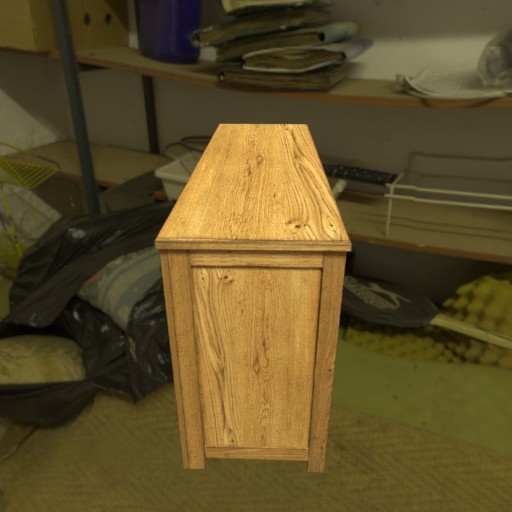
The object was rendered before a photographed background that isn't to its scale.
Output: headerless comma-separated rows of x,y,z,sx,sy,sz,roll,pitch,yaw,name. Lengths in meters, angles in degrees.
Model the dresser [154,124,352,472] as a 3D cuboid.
0.000,0.000,2.133,0.563,0.932,1.657,1,27,2,dresser
